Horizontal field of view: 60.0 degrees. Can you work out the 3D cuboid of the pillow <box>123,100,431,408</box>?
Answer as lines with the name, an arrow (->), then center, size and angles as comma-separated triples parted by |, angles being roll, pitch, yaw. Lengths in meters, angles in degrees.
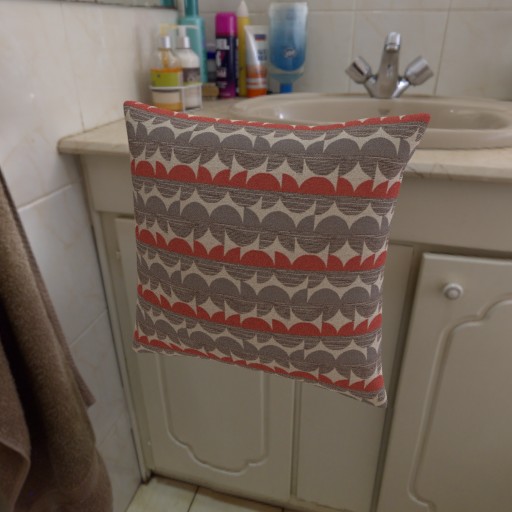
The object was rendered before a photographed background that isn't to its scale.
pillow -> 0.000, 0.000, 0.642 | 0.420, 0.410, 0.180 | 8, 28, 15
